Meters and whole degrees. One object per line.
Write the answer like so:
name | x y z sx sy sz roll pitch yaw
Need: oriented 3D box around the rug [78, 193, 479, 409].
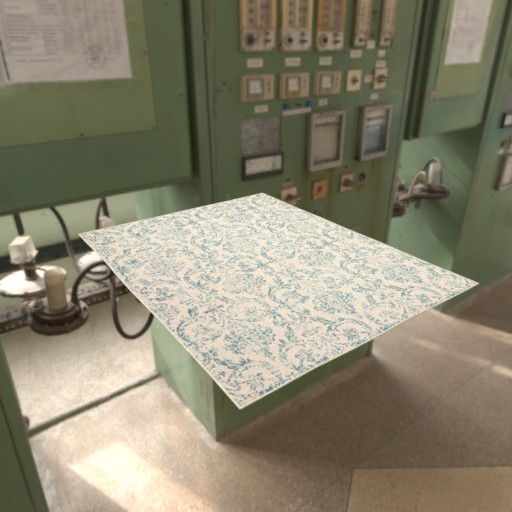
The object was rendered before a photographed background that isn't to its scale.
rug | 0.000 0.000 4.094 2.363 0.012 2.980 -17 31 -32
